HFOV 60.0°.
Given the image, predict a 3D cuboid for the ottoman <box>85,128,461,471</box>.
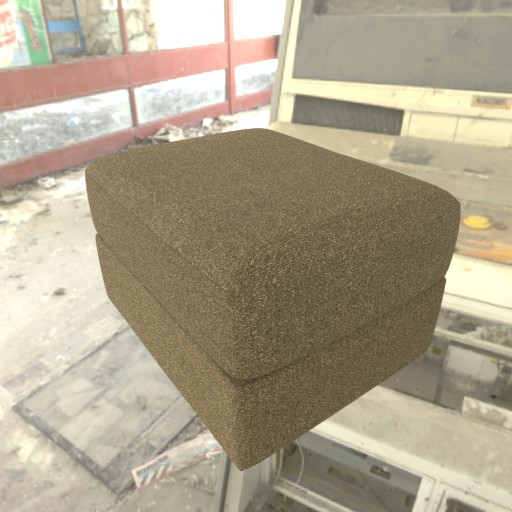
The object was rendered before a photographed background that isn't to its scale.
[{"bbox_3d":[0.000,0.000,1.112,0.598,0.476,0.742,-20,36,-31],"label":"ottoman"}]
